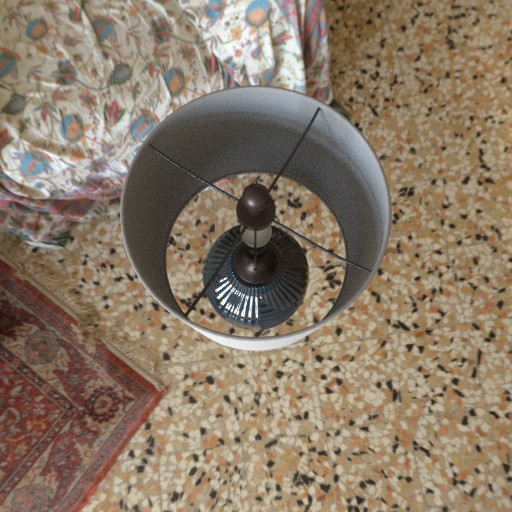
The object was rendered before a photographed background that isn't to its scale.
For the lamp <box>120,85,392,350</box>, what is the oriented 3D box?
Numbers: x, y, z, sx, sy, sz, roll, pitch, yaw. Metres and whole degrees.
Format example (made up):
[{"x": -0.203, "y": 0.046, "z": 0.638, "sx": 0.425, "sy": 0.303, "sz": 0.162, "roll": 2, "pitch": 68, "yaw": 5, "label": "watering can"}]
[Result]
[{"x": 0.000, "y": 0.000, "z": 0.760, "sx": 0.318, "sy": 0.567, "sz": 0.318, "roll": 0, "pitch": 76, "yaw": 0, "label": "lamp"}]
